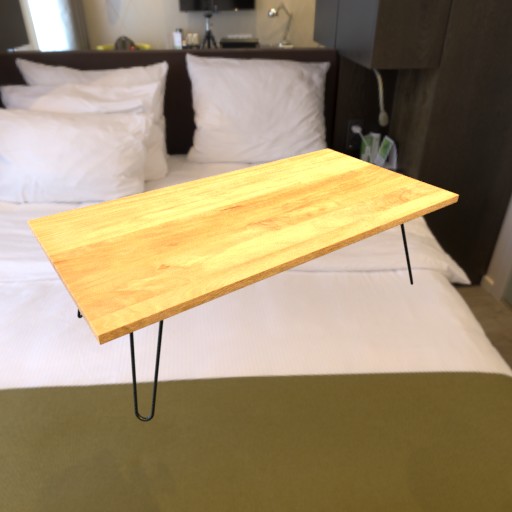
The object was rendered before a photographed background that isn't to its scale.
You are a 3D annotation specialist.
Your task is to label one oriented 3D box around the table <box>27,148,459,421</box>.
[{"bbox_3d":[0.000,0.000,1.650,1.348,0.400,0.699,-20,36,-30],"label":"table"}]
